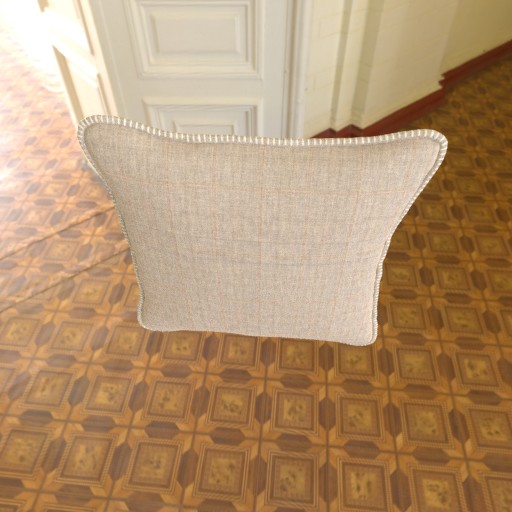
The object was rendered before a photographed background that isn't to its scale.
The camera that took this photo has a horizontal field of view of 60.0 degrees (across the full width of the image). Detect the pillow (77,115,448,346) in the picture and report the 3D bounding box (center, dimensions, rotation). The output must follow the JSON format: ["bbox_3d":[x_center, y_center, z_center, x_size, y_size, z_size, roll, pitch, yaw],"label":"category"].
[{"bbox_3d":[0.000,0.000,0.738,0.485,0.494,0.124,4,47,3],"label":"pillow"}]
